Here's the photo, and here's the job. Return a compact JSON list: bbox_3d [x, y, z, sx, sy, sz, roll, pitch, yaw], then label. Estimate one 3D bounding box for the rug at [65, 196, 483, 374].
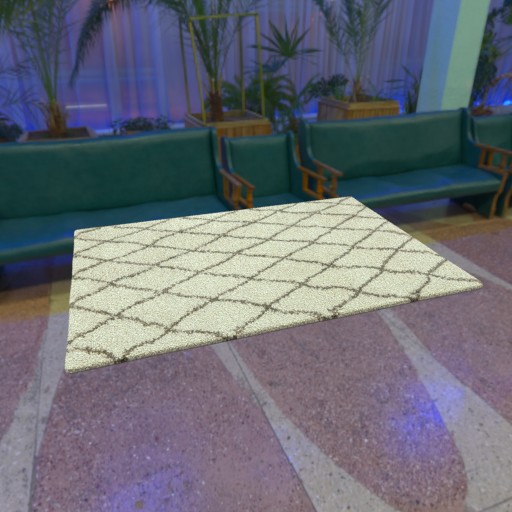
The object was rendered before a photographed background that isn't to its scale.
[{"bbox_3d":[0.000,0.000,2.269,1.778,0.030,1.219,-9,29,-16],"label":"rug"}]
